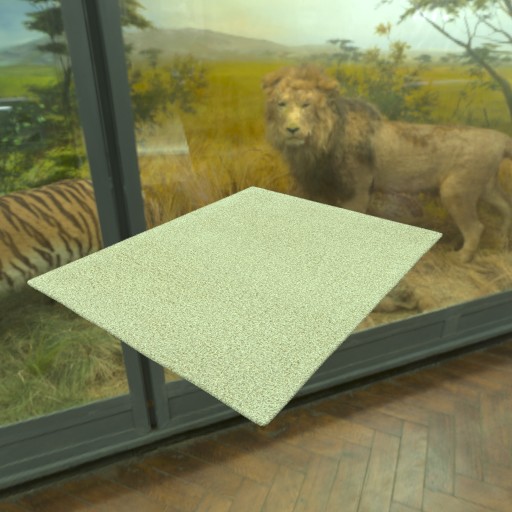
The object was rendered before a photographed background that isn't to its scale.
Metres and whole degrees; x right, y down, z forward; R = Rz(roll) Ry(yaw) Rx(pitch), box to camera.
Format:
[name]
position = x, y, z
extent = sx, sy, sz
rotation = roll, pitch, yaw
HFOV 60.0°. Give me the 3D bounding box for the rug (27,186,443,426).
[rug]
position = 0.000, 0.000, 4.062
extent = 2.438, 0.029, 3.047
rotation = 19, 33, 33
